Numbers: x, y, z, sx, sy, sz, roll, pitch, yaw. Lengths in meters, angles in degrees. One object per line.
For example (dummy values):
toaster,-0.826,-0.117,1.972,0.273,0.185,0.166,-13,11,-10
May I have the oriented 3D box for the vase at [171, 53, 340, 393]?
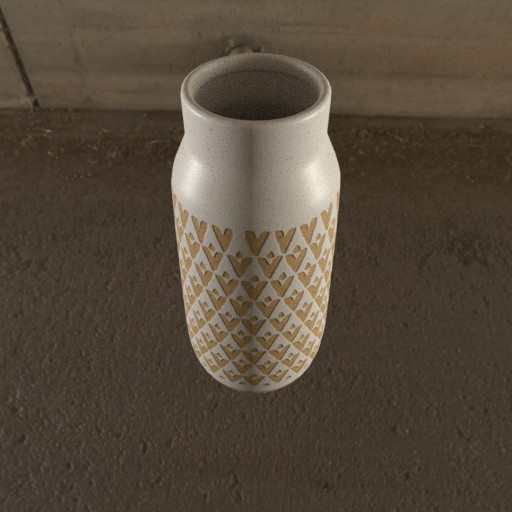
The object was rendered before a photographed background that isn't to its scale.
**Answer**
vase,0.000,0.000,0.379,0.137,0.307,0.137,0,48,0
